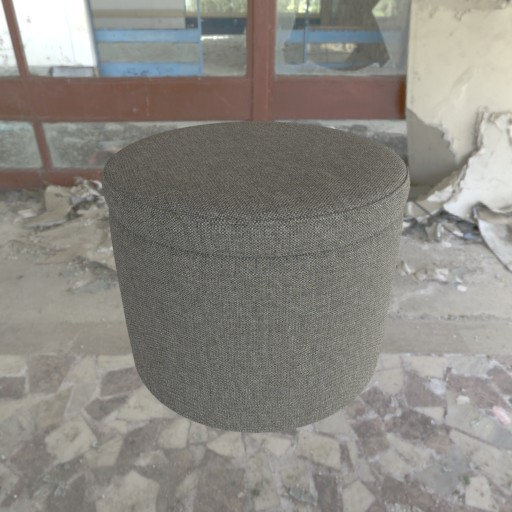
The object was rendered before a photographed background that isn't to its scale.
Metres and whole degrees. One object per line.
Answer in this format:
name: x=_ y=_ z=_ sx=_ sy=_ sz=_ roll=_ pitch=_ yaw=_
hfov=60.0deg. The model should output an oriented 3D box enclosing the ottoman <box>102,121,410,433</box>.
ottoman: x=0.000 y=0.000 z=0.864 sx=0.520 sy=0.430 sz=0.520 roll=0 pitch=30 yaw=0
